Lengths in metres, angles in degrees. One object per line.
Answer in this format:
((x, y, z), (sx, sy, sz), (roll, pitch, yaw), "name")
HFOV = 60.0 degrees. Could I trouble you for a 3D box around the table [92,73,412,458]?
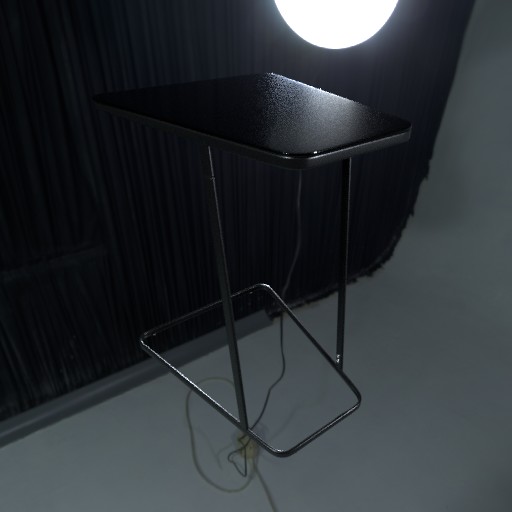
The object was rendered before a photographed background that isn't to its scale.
((0.000, 0.000, 0.939), (0.427, 0.624, 0.500), (-21, 37, -30), "table")
